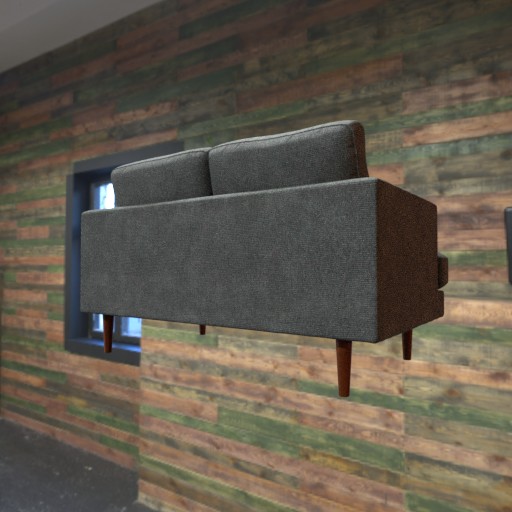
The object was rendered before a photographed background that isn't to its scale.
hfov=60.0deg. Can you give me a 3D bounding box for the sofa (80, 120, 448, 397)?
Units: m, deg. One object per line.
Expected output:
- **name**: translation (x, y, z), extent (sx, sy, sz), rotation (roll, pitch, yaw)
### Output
- **sofa**: translation (0.000, 0.000, 2.151), extent (1.582, 0.956, 0.903), rotation (-1, -1, 35)
